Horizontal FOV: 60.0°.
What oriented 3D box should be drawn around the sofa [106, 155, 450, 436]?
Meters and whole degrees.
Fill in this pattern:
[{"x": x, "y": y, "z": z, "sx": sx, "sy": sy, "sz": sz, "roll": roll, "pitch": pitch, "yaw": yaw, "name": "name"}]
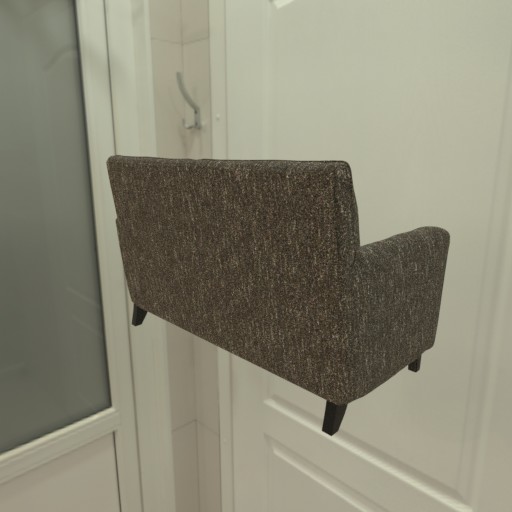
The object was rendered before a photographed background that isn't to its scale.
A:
[{"x": 0.000, "y": 0.000, "z": 2.130, "sx": 0.801, "sy": 0.946, "sz": 1.519, "roll": -13, "pitch": 19, "yaw": -43, "name": "sofa"}]
